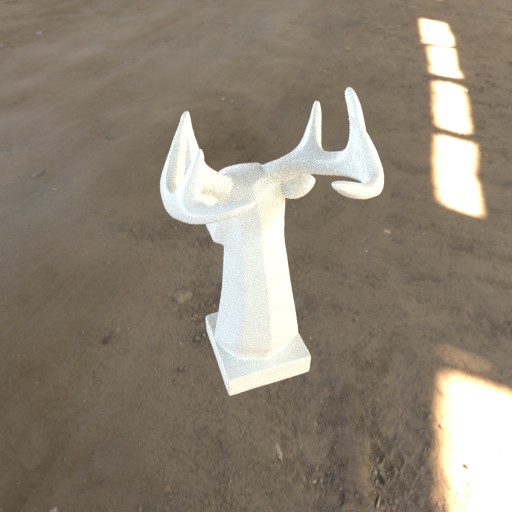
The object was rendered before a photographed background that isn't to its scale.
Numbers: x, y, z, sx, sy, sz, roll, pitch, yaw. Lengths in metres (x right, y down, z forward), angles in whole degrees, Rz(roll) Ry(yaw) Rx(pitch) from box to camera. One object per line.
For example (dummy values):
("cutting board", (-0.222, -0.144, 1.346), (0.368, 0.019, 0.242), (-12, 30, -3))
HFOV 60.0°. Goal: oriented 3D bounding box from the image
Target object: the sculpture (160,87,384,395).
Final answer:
("sculpture", (0.000, 0.000, 0.453), (0.174, 0.329, 0.224), (-13, 43, -14))
